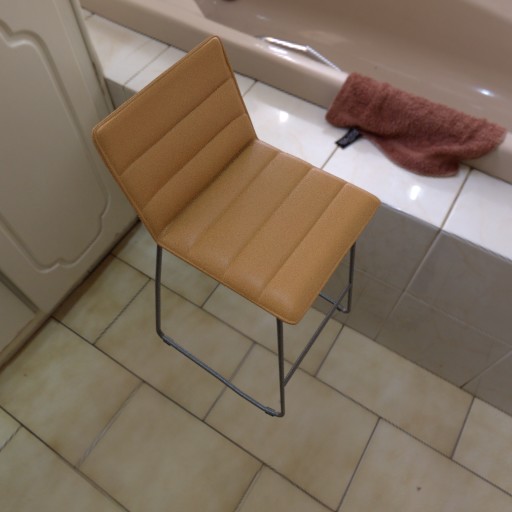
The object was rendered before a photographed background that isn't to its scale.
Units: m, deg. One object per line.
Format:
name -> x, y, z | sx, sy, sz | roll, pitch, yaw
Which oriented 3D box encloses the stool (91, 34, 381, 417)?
stool -> 0.000, 0.000, 1.214 | 0.524, 0.936, 0.489 | 31, 63, 17
